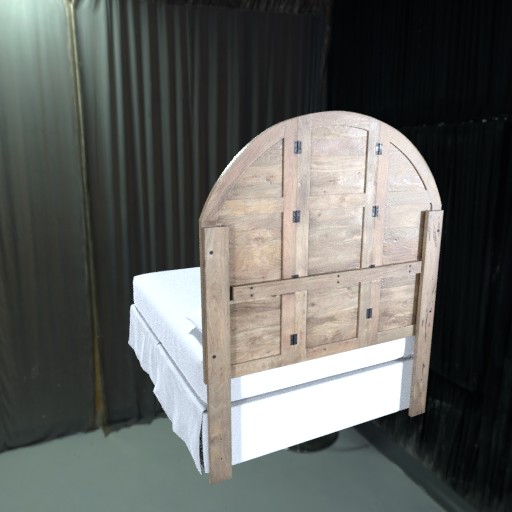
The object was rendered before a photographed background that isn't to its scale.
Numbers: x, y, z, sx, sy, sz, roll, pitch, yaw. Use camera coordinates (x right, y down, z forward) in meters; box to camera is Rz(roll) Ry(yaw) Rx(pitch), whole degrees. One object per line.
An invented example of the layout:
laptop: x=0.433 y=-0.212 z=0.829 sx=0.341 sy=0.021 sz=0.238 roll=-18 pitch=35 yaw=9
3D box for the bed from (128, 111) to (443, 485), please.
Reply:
bed: x=0.000 y=0.000 z=3.483 sx=1.713 sy=2.002 sz=2.112 roll=-6 pitch=14 yaw=-26
